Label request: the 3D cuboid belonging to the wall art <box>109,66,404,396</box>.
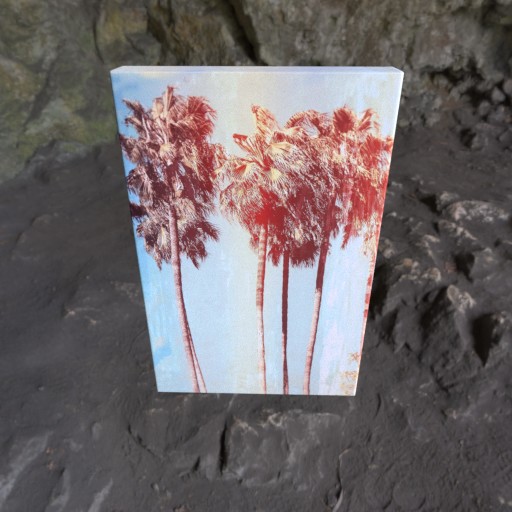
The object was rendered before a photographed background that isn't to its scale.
[{"bbox_3d":[0.000,0.000,0.485,0.251,0.380,0.039,1,29,1],"label":"wall art"}]
